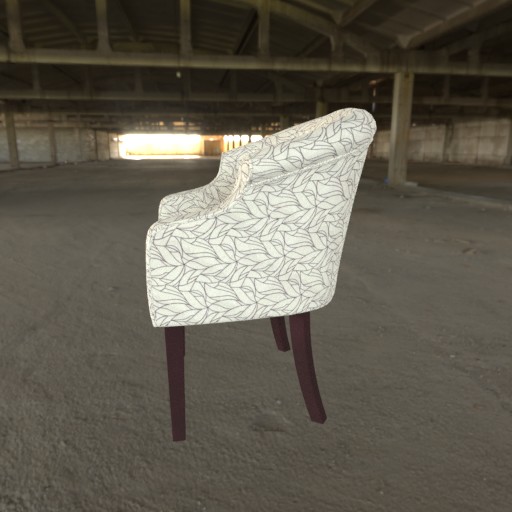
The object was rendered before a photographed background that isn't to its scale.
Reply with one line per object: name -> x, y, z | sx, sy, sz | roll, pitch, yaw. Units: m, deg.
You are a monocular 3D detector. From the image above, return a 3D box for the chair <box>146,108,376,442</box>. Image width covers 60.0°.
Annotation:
chair -> 0.000, 0.000, 1.351 | 0.613, 0.858, 0.686 | -2, 14, -9
